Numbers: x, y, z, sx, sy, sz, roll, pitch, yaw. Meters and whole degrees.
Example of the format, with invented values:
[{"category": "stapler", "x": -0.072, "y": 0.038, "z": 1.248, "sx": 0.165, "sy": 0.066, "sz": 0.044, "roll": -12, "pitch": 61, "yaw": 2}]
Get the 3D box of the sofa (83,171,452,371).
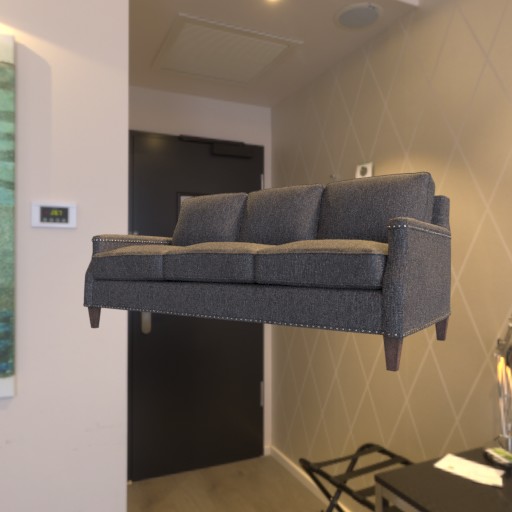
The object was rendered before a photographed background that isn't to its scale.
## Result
[{"category": "sofa", "x": 0.000, "y": 0.000, "z": 2.900, "sx": 2.246, "sy": 1.003, "sz": 1.084, "roll": 0, "pitch": -1, "yaw": 35}]
